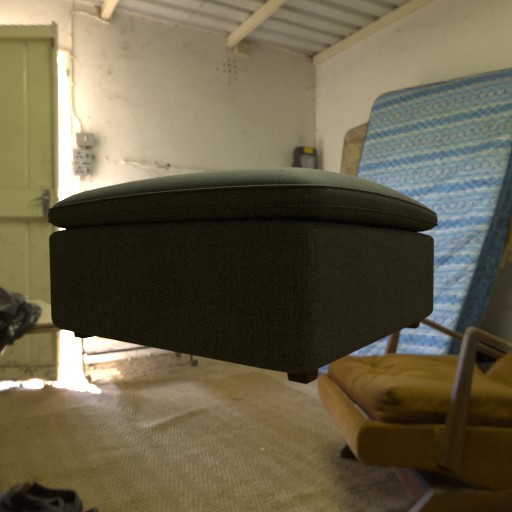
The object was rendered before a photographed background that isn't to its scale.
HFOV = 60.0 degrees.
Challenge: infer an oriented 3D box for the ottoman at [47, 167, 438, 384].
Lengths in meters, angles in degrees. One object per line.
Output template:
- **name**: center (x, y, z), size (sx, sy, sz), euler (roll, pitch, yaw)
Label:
- **ottoman**: center (0.000, 0.000, 1.646), size (1.067, 0.559, 1.067), euler (1, 1, 36)
